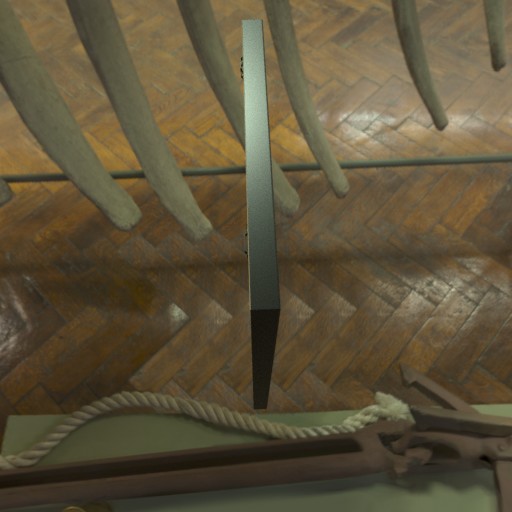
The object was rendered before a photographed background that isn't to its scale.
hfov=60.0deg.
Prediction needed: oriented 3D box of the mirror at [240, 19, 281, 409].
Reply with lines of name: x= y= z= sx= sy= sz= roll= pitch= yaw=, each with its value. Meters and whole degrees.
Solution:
mirror: x=0.000 y=0.000 z=0.926 sx=0.039 sy=0.710 sz=0.507 roll=-2 pitch=62 yaw=-1
